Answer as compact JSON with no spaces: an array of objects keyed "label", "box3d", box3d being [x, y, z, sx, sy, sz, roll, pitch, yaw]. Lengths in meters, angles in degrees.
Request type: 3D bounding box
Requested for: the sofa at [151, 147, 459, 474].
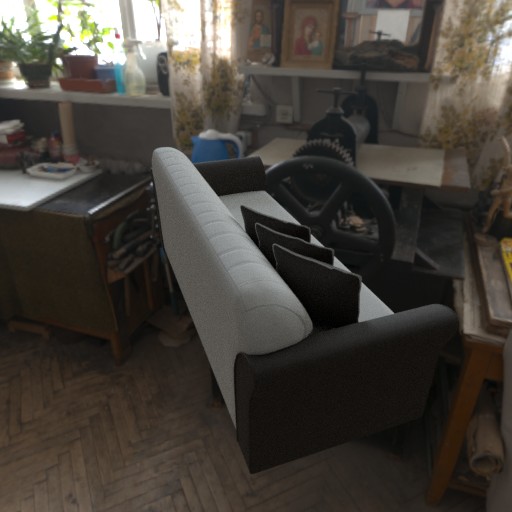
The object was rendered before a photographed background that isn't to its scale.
[{"label":"sofa","box3d":[0.000,0.000,2.312,0.755,0.787,2.001,-10,31,-17]}]
